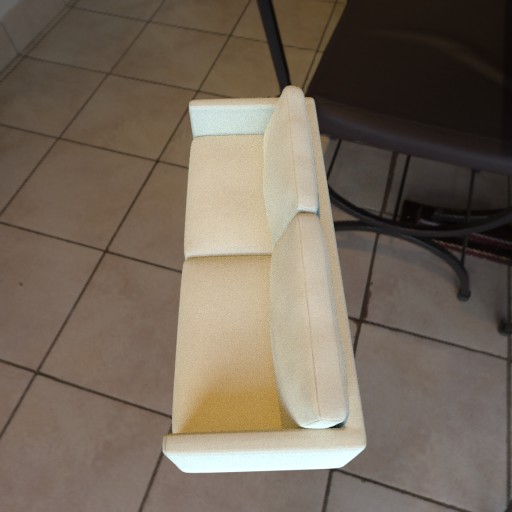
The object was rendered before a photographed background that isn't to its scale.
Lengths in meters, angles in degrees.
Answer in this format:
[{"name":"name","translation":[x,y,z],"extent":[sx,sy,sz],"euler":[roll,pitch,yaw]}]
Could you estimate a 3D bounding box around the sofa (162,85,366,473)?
[{"name":"sofa","translation":[0.000,0.000,2.844],"extent":[0.948,0.965,2.434],"euler":[-1,57,-1]}]
